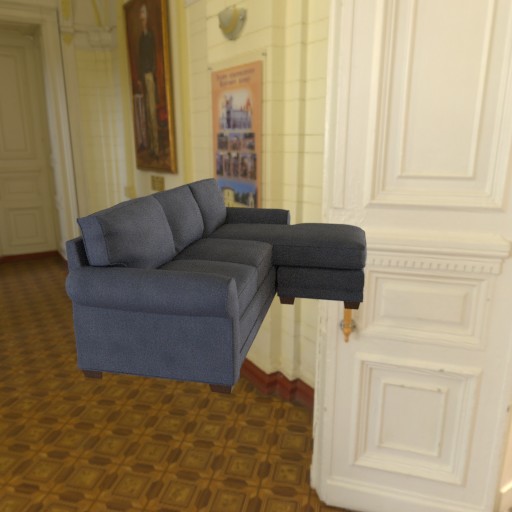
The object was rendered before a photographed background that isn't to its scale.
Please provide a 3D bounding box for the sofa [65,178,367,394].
[{"bbox_3d":[0.000,0.000,3.566,1.780,1.063,2.567,3,15,11],"label":"sofa"}]
